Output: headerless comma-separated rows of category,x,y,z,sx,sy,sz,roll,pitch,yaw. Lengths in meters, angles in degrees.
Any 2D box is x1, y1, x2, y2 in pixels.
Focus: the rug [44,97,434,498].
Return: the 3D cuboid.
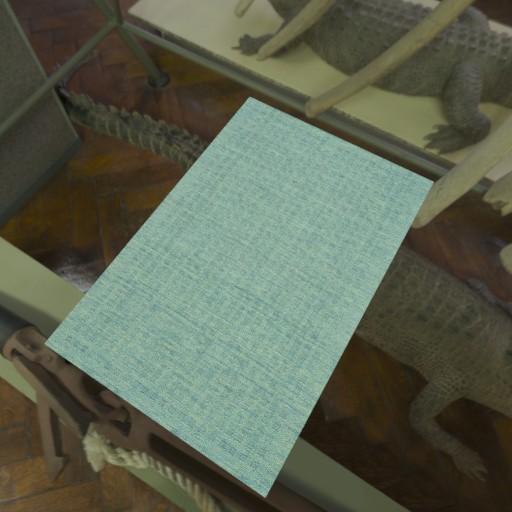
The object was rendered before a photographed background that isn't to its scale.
rug,0.000,0.000,2.861,1.522,0.006,2.286,29,68,13
